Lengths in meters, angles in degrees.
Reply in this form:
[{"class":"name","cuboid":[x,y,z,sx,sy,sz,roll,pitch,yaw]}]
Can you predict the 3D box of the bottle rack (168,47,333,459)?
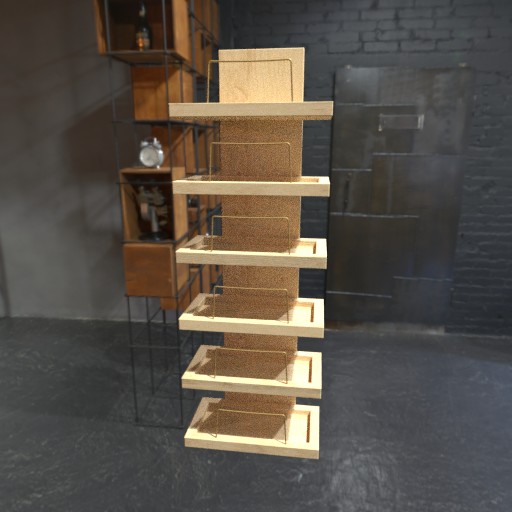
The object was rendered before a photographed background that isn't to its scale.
[{"class":"bottle rack","cuboid":[0.000,0.000,1.062,0.330,0.943,0.206,2,15,8]}]
